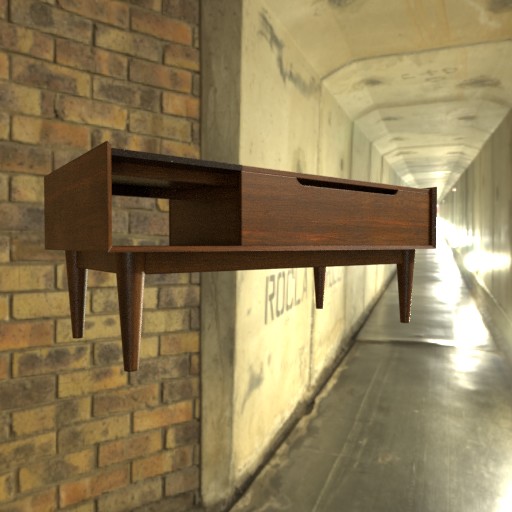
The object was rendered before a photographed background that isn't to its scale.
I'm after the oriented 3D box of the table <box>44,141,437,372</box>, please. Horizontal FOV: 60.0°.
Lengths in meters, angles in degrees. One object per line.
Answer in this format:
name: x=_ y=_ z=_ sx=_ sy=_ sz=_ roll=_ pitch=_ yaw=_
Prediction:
table: x=0.000 y=0.000 z=1.530 sx=1.221 sy=0.508 sz=0.610 roll=-1 pitch=2 yaw=-37
